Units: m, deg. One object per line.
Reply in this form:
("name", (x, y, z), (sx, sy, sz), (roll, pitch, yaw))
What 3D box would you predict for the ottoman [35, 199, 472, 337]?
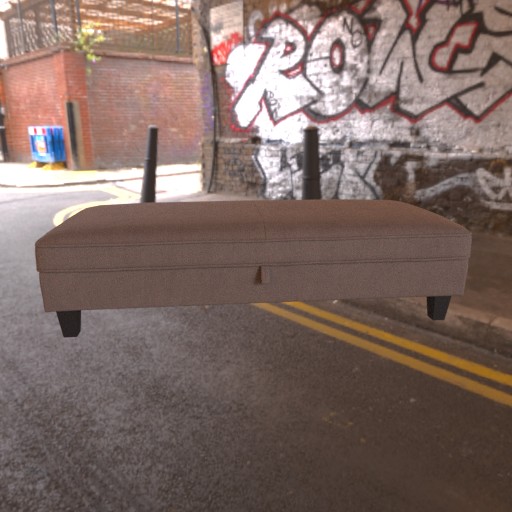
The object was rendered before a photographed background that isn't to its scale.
("ottoman", (0.000, 0.000, 2.100), (1.764, 0.470, 0.751), (-2, 16, -6))
